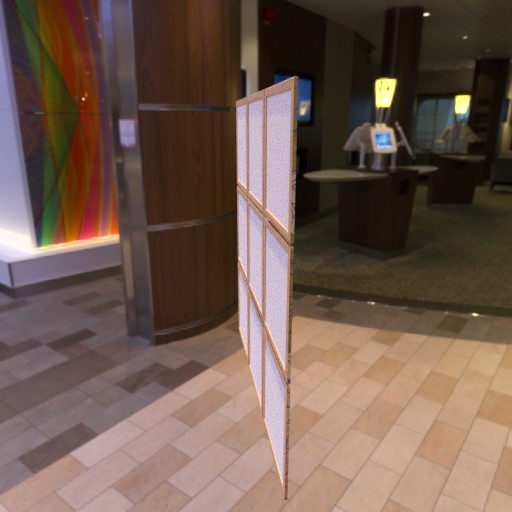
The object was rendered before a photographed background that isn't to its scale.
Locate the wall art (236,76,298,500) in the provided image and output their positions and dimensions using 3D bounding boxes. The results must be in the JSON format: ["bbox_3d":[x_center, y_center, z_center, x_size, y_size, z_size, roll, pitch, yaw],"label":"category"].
[{"bbox_3d":[0.000,0.000,2.225,0.013,1.534,1.519,-3,17,-8],"label":"wall art"}]
